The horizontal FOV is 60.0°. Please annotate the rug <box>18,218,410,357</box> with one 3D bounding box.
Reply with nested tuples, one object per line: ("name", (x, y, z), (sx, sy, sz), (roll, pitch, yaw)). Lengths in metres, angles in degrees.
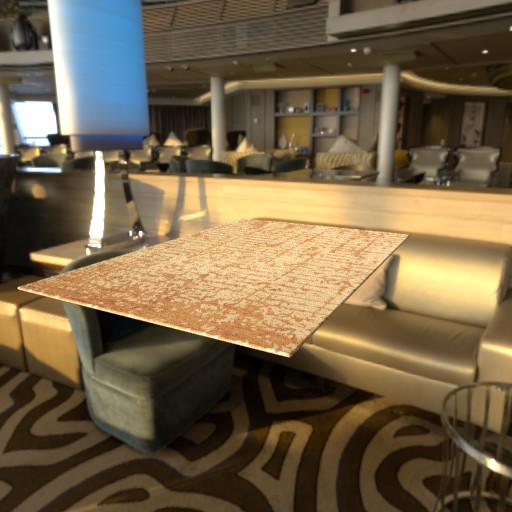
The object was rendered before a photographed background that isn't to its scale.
("rug", (0.000, 0.000, 2.298), (1.219, 0.011, 1.829), (8, 17, 28))
